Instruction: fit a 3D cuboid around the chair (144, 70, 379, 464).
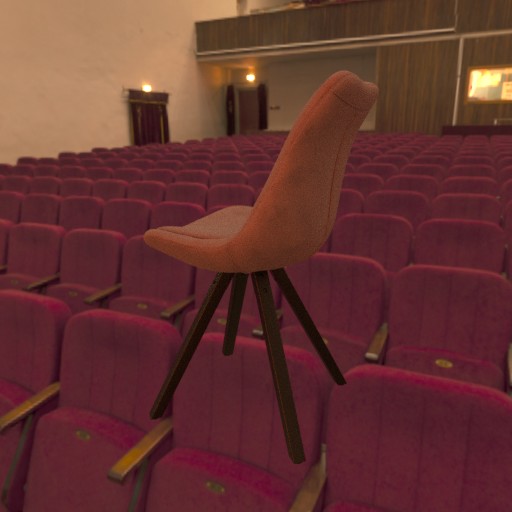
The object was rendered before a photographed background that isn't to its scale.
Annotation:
[{"bbox_3d":[0.000,0.000,1.185,0.547,0.865,0.483,7,17,25],"label":"chair"}]
